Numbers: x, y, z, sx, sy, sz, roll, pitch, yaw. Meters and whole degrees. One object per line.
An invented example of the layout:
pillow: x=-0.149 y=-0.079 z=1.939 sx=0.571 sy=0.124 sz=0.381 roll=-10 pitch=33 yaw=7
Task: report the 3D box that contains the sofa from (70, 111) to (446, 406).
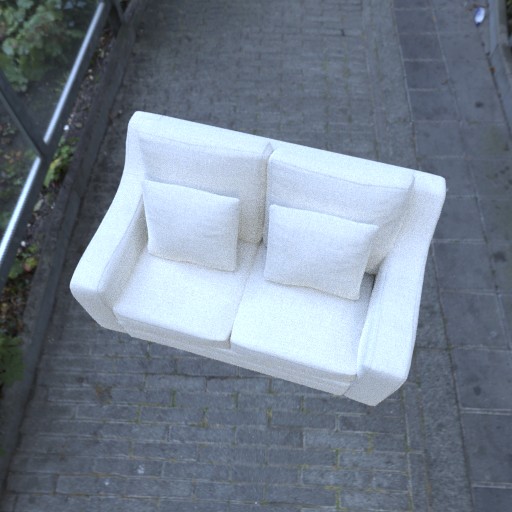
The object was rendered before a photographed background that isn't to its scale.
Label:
sofa: x=0.000 y=0.000 z=2.404 sx=1.744 sy=1.047 sz=1.040 roll=14 pitch=62 yaw=8
